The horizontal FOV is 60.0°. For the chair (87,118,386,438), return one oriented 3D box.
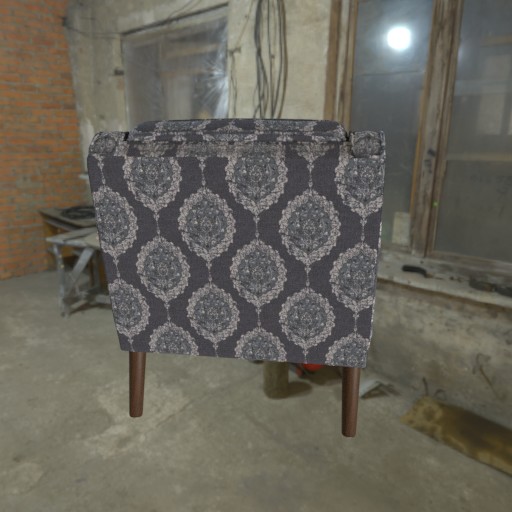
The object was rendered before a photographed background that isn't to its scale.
[{"bbox_3d":[0.000,0.000,1.367,0.663,0.792,0.743,2,15,8],"label":"chair"}]
